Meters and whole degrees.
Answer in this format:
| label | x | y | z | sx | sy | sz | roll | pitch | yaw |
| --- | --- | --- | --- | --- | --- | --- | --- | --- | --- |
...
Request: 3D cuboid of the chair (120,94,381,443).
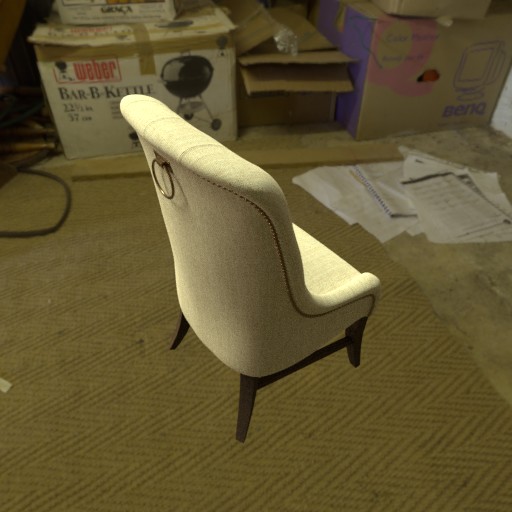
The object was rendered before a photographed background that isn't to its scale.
| label | x | y | z | sx | sy | sz | roll | pitch | yaw |
| --- | --- | --- | --- | --- | --- | --- | --- | --- | --- |
| chair | 0.000 | 0.000 | 1.471 | 0.629 | 1.091 | 0.634 | -26 | 47 | -27 |
